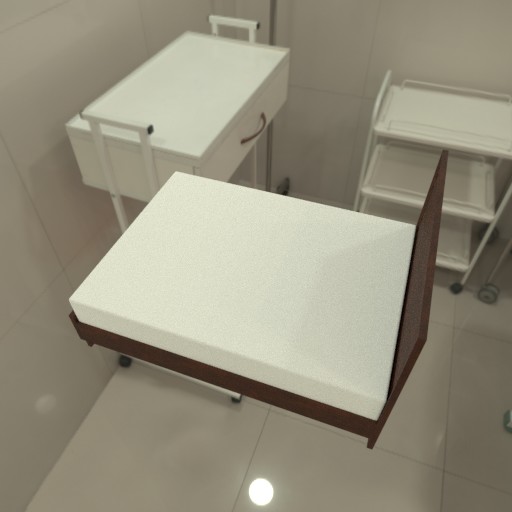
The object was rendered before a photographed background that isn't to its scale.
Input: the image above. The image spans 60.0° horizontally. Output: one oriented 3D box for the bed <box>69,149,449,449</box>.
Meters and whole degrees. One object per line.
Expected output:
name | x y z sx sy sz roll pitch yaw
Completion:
bed | 0.000 0.000 3.188 2.184 1.270 1.600 15 48 14
